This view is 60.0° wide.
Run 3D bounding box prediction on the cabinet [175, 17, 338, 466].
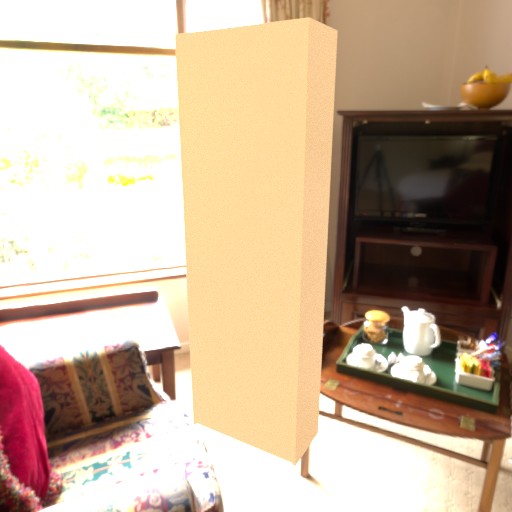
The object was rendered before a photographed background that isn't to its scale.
[{"bbox_3d":[0.000,0.000,1.785,0.520,1.630,0.255,10,19,29],"label":"cabinet"}]
